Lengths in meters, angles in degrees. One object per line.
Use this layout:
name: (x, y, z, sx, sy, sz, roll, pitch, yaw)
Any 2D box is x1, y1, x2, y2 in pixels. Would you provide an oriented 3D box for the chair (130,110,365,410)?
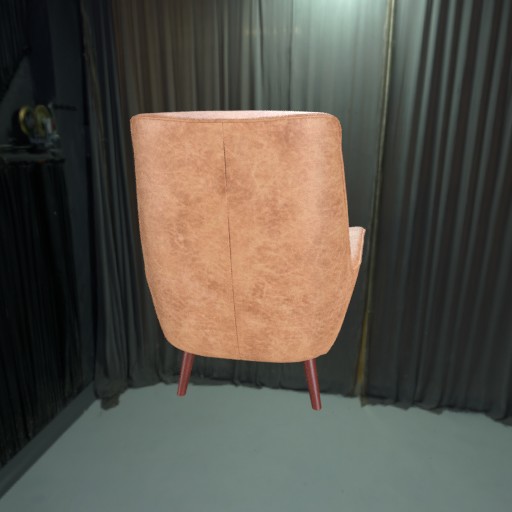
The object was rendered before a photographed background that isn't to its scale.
chair: (0.000, 0.000, 1.471, 0.753, 0.883, 0.851, 3, 15, 10)
